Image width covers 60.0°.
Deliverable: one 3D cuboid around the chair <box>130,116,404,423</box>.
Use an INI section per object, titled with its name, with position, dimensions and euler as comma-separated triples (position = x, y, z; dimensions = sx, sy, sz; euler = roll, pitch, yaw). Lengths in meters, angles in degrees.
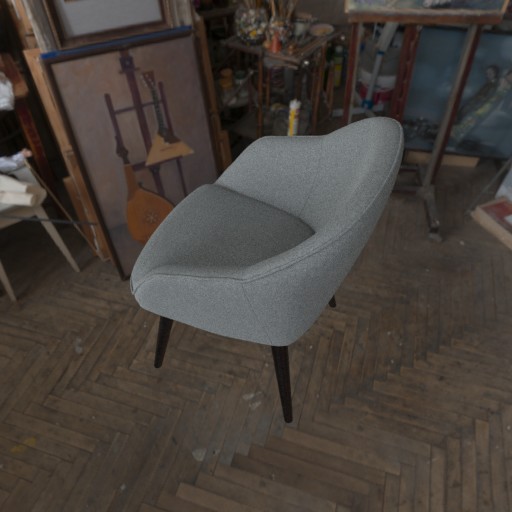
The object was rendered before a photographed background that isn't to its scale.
[chair]
position = 0.000, 0.000, 1.233
dimensions = 0.611, 0.810, 0.589
euler = 18, 50, 16
